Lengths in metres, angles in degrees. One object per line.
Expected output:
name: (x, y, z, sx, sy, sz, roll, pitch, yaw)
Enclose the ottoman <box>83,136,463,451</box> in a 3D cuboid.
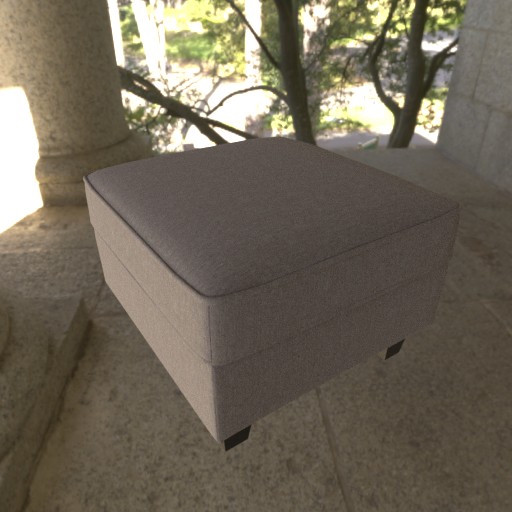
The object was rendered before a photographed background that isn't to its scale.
ottoman: (0.000, 0.000, 1.396, 0.808, 0.612, 0.871, -19, 35, -29)
